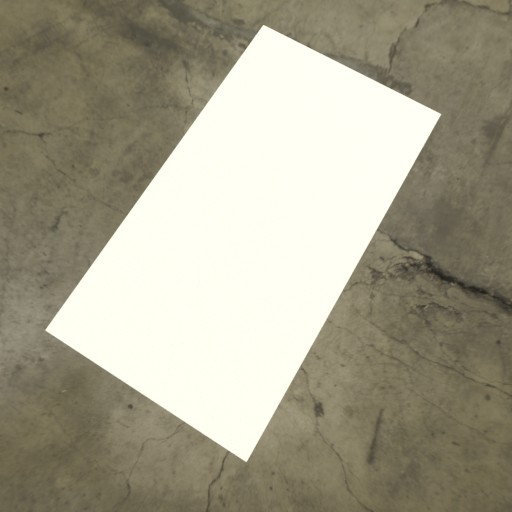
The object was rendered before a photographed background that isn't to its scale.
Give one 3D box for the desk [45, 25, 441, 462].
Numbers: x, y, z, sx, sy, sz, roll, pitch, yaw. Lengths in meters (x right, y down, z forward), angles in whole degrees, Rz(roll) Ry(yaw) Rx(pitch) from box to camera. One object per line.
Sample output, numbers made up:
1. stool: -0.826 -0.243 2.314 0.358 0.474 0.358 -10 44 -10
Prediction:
1. desk: 0.000 0.000 1.353 0.498 0.729 0.900 30 77 7
